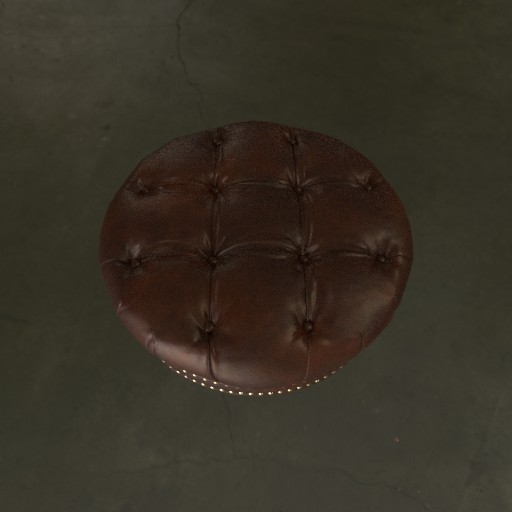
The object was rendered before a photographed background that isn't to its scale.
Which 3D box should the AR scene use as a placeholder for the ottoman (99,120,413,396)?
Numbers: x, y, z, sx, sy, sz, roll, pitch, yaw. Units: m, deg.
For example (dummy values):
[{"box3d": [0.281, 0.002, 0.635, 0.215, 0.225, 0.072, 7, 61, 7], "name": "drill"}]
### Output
[{"box3d": [0.000, 0.000, 1.406, 0.901, 0.455, 0.901, 0, 59, 0], "name": "ottoman"}]
